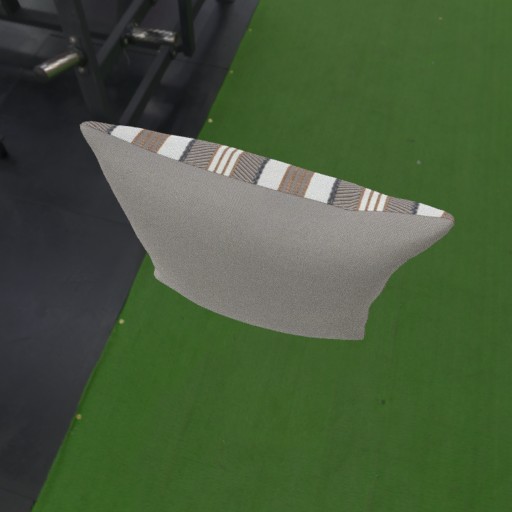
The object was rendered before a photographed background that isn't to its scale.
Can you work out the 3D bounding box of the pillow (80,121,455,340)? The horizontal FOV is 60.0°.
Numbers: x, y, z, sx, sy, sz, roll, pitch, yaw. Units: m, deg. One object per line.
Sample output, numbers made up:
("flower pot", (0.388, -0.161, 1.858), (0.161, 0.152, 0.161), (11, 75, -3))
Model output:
("pillow", (0.000, 0.000, 0.642), (0.416, 0.401, 0.173), (16, 64, 8))
